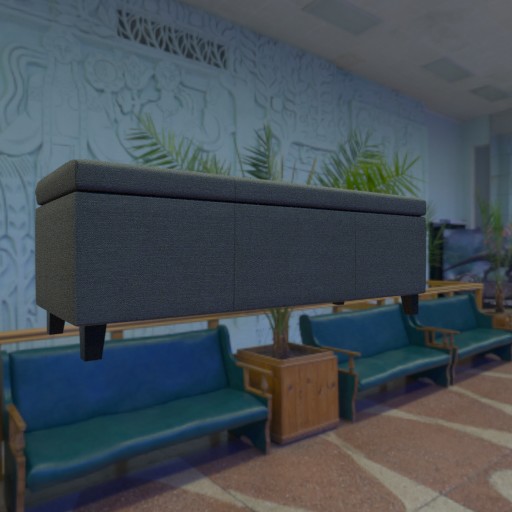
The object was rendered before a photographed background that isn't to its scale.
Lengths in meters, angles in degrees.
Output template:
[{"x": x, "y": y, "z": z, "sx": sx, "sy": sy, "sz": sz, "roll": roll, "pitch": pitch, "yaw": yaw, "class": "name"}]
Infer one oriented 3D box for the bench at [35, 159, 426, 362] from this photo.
[{"x": 0.000, "y": 0.000, "z": 1.452, "sx": 1.269, "sy": 0.438, "sz": 0.446, "roll": -1, "pitch": 1, "yaw": -36, "class": "bench"}]
